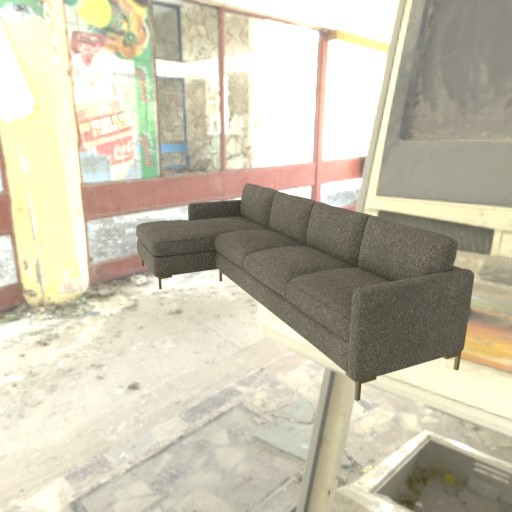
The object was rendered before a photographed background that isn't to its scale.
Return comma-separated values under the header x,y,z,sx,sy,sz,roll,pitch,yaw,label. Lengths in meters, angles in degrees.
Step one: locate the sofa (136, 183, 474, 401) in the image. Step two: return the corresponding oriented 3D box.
x,y,z,sx,sy,sz,roll,pitch,yaw,label
0.000,0.000,3.482,1.350,0.810,2.932,-8,18,-24,sofa
